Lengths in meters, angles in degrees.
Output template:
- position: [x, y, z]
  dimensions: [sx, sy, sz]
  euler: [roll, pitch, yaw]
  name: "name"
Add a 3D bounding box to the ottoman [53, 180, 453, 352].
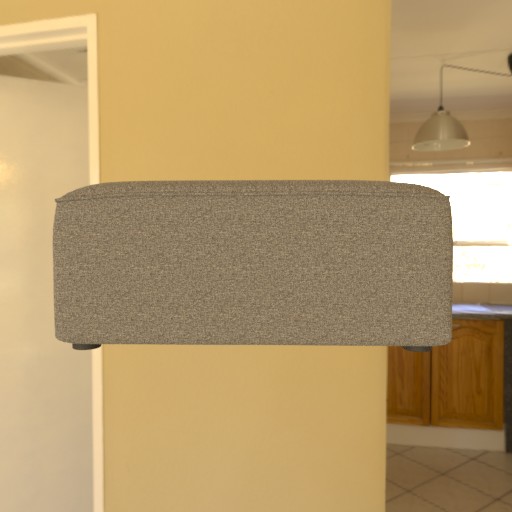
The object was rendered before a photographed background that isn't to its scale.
- position: [0.000, 0.000, 1.597]
  dimensions: [1.015, 0.464, 1.005]
  euler: [0, 1, 1]
  name: "ottoman"
